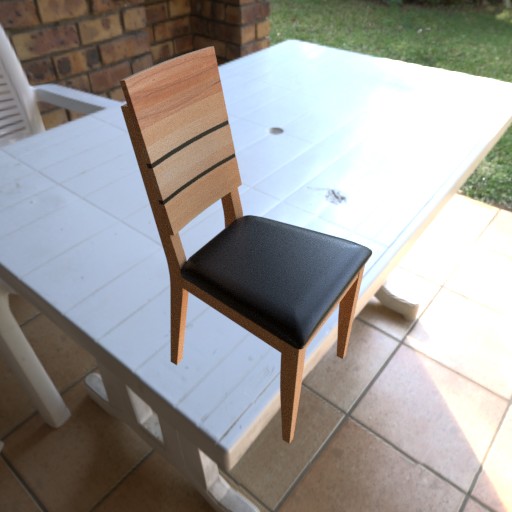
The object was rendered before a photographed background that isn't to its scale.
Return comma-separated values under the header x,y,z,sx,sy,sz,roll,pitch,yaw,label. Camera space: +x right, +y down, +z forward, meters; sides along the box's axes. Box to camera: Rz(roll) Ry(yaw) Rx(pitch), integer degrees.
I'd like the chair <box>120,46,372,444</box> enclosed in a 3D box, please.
x,y,z,sx,sy,sz,roll,pitch,yaw,label
0.000,0.000,1.213,0.520,0.940,0.410,23,46,25,chair
